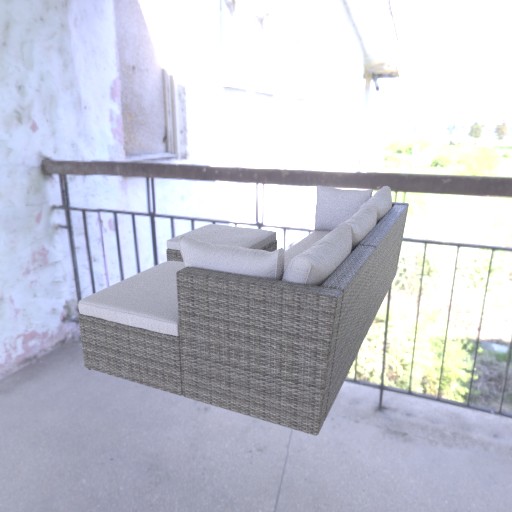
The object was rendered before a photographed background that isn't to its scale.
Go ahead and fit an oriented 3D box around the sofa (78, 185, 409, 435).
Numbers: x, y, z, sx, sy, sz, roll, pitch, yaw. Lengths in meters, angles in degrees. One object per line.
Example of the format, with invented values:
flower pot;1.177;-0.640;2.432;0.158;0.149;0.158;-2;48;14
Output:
sofa;0.000;0.000;2.957;1.662;0.766;2.192;8;18;24
